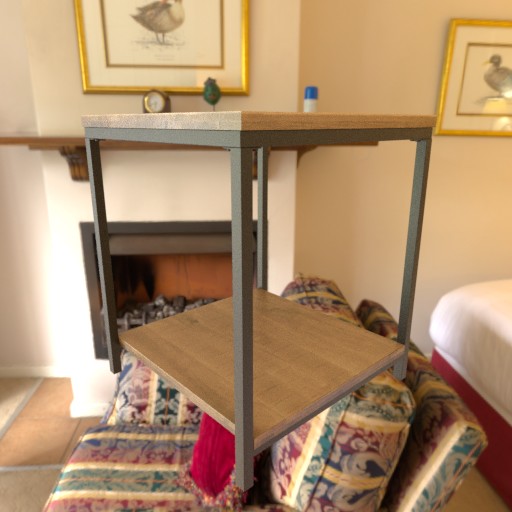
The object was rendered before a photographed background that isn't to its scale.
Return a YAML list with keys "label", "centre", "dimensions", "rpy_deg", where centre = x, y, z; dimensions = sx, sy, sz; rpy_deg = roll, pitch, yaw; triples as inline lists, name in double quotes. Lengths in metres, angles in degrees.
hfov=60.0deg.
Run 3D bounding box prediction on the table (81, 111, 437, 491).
- label: "table"
  centre: [0.000, 0.000, 0.973]
  dimensions: [0.507, 0.589, 0.503]
  rpy_deg: [-15, 22, -40]
